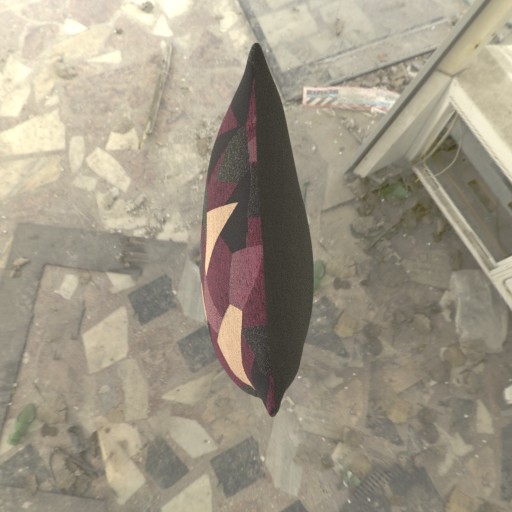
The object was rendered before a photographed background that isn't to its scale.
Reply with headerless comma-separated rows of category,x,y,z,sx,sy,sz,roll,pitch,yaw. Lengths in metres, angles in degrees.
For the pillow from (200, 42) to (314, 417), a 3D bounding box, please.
pillow,0.000,0.000,0.783,0.208,0.496,0.503,-2,75,-1
